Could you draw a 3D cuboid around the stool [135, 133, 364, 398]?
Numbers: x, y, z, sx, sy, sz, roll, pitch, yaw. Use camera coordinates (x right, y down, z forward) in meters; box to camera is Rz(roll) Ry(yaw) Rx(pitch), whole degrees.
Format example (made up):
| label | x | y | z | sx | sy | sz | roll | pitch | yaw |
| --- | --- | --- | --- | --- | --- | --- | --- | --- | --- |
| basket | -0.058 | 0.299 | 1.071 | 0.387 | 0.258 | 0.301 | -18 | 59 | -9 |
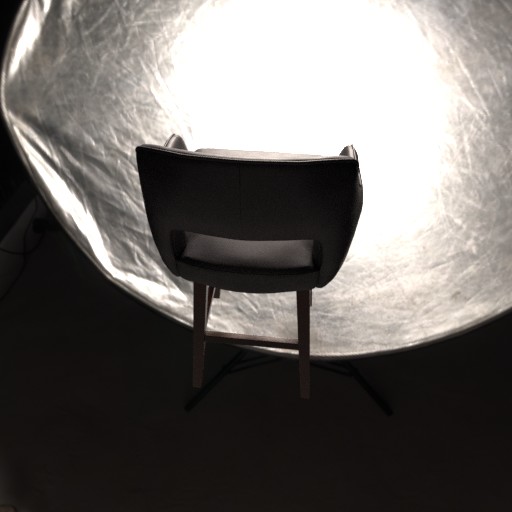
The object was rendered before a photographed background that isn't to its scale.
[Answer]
| label | x | y | z | sx | sy | sz | roll | pitch | yaw |
| --- | --- | --- | --- | --- | --- | --- | --- | --- | --- |
| stool | 0.000 | 0.000 | 1.353 | 0.550 | 1.041 | 0.560 | 4 | 46 | 4 |
